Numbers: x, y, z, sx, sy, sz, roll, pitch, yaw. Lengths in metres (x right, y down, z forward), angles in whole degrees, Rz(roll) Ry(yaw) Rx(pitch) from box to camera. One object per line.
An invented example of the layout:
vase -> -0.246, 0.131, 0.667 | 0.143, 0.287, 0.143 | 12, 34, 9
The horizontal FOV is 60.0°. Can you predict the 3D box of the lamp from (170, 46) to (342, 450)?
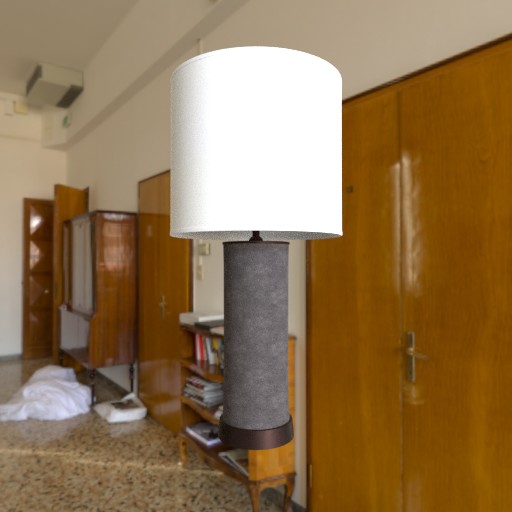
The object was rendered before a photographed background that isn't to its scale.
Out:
lamp -> 0.000, 0.000, 0.788 | 0.301, 0.630, 0.301 | 0, -1, 19
